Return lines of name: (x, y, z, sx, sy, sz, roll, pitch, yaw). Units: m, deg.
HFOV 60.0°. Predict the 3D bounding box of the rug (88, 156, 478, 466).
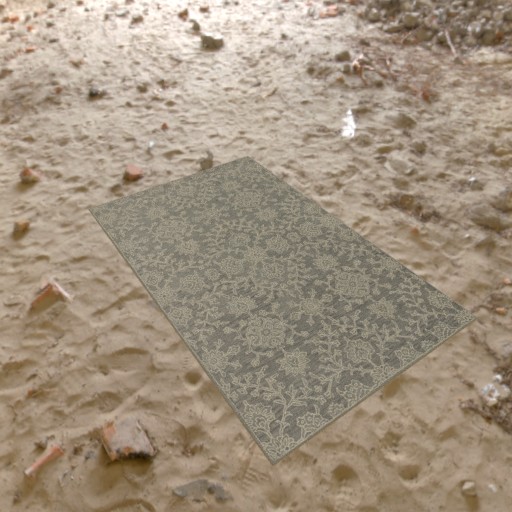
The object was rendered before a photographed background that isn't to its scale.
rug: (0.000, 0.000, 3.048, 1.515, 0.010, 2.430, -24, 46, -26)
